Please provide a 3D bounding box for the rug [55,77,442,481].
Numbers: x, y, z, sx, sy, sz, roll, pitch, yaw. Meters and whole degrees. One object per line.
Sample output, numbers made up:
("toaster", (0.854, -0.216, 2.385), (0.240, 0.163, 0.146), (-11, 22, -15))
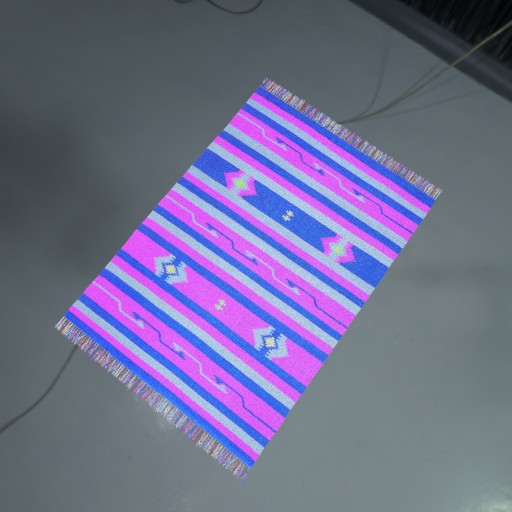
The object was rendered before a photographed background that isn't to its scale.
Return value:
("rug", (0.000, 0.000, 2.982), (1.539, 0.013, 2.350), (36, 78, 9))
